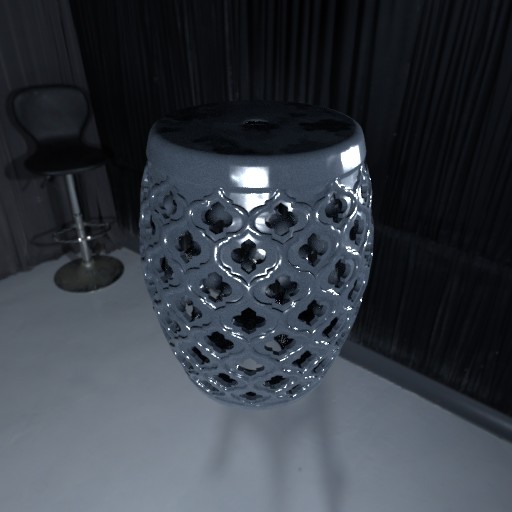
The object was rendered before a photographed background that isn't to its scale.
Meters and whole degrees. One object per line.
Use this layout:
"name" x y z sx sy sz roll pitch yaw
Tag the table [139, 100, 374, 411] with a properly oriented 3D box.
"table" 0.000 0.000 0.649 0.325 0.388 0.325 0 32 0
